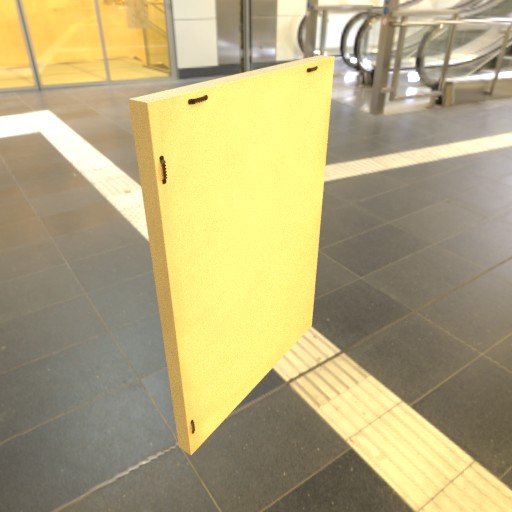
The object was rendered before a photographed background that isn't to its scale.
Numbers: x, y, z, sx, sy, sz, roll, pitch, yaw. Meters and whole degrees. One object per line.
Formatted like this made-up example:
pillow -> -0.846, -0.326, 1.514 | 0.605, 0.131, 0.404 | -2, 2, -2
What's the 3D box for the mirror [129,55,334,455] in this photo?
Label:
mirror -> 0.000, 0.000, 0.919 | 0.040, 0.710, 0.507 | 21, 37, 30
